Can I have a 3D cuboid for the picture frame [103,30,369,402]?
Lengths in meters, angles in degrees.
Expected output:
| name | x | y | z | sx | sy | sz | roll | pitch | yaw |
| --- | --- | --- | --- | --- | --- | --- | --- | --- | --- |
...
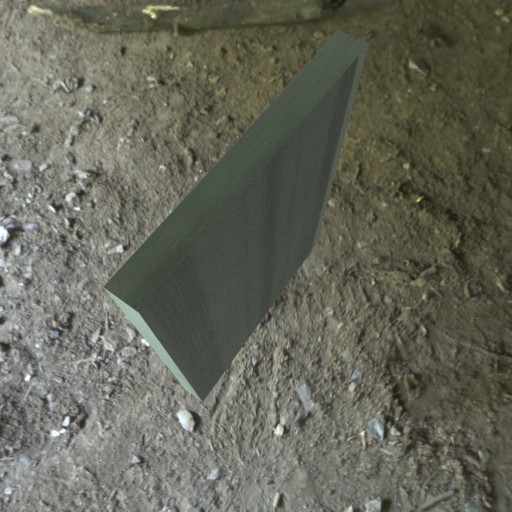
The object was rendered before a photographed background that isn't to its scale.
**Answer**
| name | x | y | z | sx | sy | sz | roll | pitch | yaw |
| --- | --- | --- | --- | --- | --- | --- | --- | --- | --- |
| picture frame | 0.000 | 0.000 | 0.750 | 0.046 | 0.555 | 0.449 | 32 | 68 | 15 |
